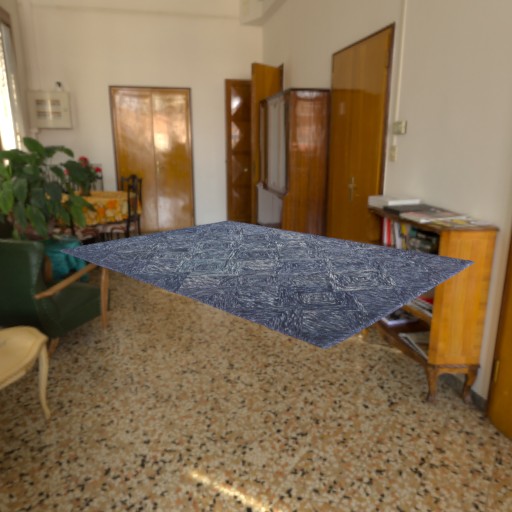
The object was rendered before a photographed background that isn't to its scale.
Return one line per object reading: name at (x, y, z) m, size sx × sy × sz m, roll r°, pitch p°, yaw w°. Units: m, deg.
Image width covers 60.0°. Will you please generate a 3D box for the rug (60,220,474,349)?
rug at (0.000, 0.000, 4.239) m, size 3.245 × 0.024 × 2.385 m, roll 13°, pitch 19°, yaw 41°
